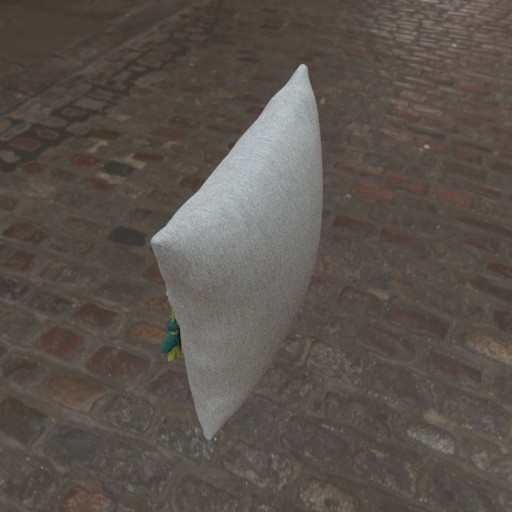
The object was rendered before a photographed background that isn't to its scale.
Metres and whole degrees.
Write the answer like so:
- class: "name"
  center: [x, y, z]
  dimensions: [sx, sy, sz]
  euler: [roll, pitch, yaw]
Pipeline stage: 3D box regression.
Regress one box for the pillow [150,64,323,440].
- class: "pillow"
  center: [0.000, 0.000, 0.698]
  dimensions: [0.173, 0.436, 0.433]
  euler: [17, 48, 16]
